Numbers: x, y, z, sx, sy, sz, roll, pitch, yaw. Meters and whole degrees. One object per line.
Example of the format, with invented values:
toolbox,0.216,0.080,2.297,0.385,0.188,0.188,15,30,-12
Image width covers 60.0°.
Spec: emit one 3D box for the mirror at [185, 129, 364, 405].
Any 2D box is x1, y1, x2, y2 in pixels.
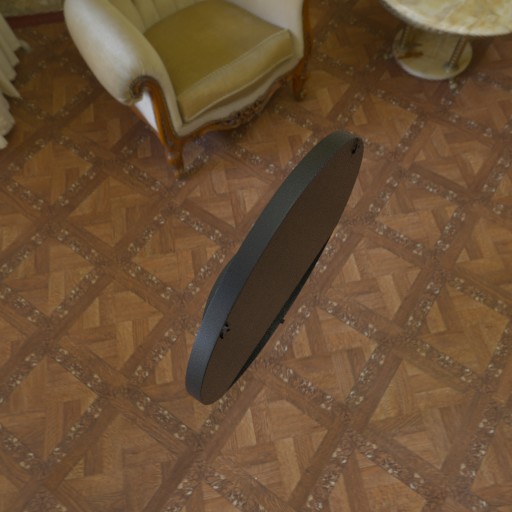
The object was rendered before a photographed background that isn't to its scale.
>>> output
mirror,0.000,0.000,0.706,0.133,0.457,0.457,30,67,14
